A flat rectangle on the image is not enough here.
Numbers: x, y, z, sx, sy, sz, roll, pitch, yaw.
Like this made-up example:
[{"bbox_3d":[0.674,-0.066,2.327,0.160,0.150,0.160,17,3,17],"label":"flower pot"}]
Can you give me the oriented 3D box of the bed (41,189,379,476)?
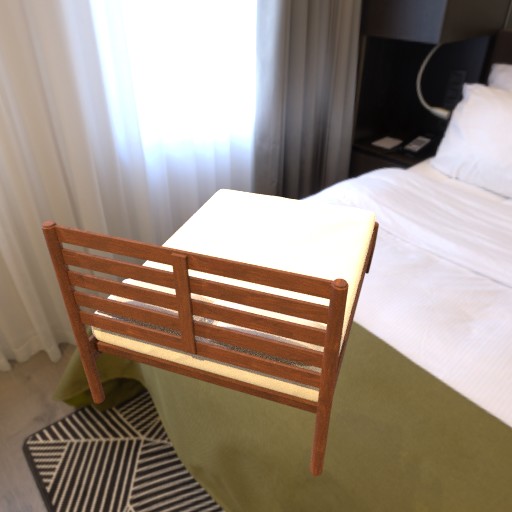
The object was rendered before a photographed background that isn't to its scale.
[{"bbox_3d":[0.000,0.000,3.126,1.509,1.304,2.093,11,35,16],"label":"bed"}]
